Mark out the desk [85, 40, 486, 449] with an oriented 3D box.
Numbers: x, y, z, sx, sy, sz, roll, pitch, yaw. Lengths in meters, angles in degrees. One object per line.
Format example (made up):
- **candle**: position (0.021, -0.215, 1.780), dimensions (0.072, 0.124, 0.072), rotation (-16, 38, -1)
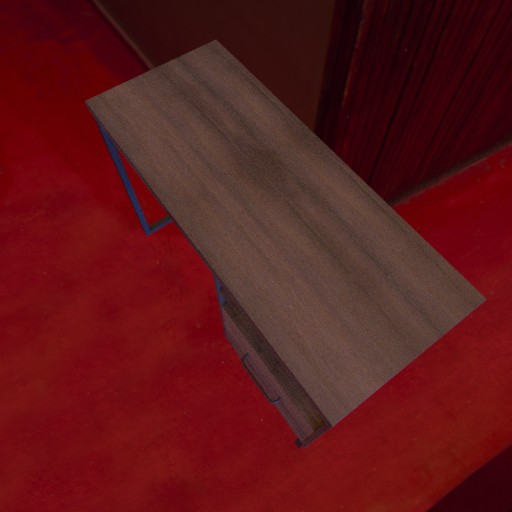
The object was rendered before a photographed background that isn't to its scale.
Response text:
- **desk**: position (0.000, 0.000, 1.510), dimensions (0.511, 0.752, 1.134), rotation (-33, 67, -16)
